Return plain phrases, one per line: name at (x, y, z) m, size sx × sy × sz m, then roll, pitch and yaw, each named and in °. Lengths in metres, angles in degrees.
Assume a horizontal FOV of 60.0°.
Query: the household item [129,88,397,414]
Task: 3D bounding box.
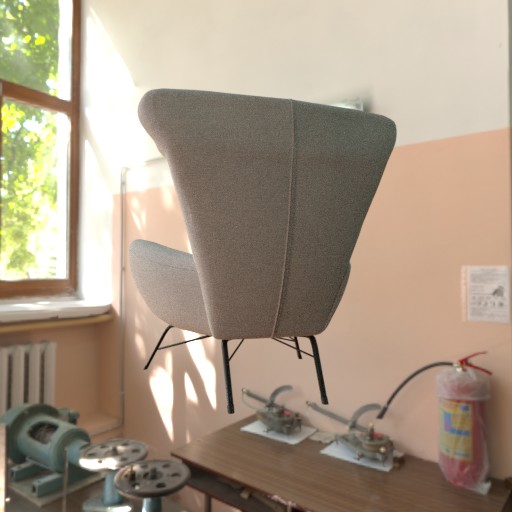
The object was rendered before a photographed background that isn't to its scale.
household item at (0.000, 0.000, 1.811) m, size 0.980 × 1.050 × 0.900 m, roll 1°, pitch -2°, yaw -18°
